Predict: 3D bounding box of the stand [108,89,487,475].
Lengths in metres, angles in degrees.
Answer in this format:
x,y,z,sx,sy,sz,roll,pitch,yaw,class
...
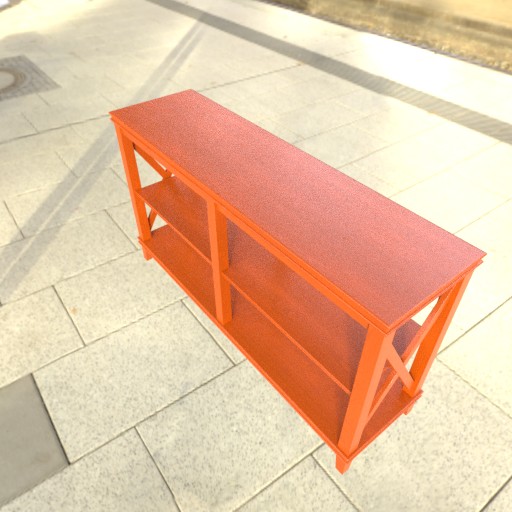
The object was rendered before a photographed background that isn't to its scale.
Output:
x,y,z,sx,sy,sz,roll,pitch,yaw,class
0.000,0.000,1.666,0.381,0.762,1.372,-28,49,-28,stand
